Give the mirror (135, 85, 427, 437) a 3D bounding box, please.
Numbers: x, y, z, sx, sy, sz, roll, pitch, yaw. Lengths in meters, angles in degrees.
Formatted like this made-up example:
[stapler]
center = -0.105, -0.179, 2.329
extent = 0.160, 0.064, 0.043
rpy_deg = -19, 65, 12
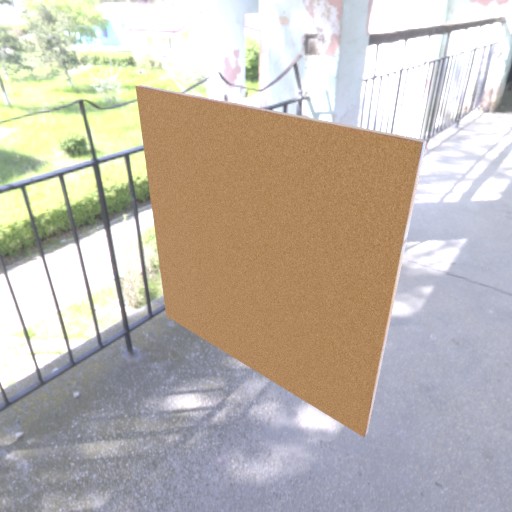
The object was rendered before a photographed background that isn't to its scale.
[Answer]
[mirror]
center = 0.000, 0.000, 1.221
extent = 0.804, 0.804, 0.061
rpy_deg = 23, 38, 33
